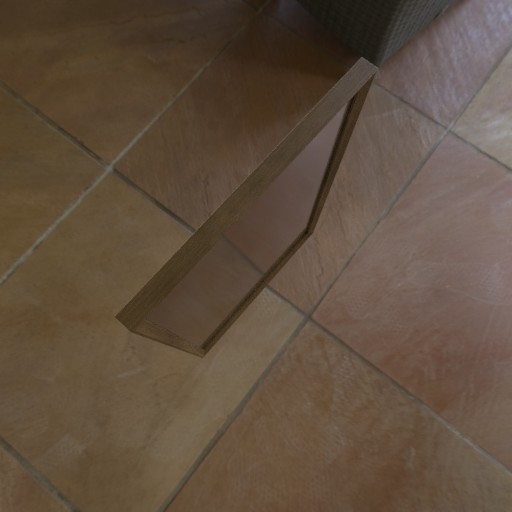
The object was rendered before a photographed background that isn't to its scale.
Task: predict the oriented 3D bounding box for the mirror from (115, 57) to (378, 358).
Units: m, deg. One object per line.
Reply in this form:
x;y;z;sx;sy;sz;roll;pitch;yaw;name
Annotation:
0.000;0.000;1.162;0.041;0.915;0.609;40;78;10;mirror
